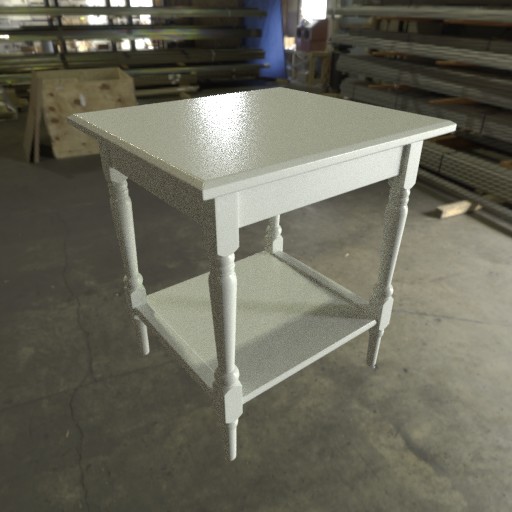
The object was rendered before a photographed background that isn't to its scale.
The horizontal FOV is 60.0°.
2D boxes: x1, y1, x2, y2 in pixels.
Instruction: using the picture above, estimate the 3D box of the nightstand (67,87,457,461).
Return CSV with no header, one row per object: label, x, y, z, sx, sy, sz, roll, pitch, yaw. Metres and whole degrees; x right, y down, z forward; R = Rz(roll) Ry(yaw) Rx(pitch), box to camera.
nightstand,0.000,0.000,0.907,0.505,0.555,0.459,-21,36,-32
